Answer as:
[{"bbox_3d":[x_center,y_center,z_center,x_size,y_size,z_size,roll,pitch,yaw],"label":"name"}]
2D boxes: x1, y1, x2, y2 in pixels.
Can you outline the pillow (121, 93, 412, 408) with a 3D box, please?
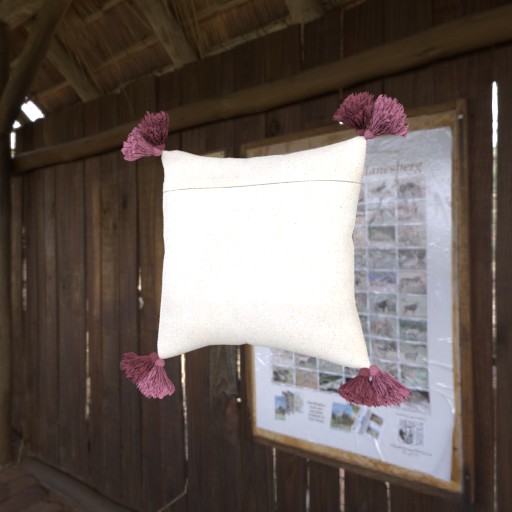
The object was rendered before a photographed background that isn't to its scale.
[{"bbox_3d":[0.000,0.000,0.965,0.641,0.659,0.138,0,0,18],"label":"pillow"}]
